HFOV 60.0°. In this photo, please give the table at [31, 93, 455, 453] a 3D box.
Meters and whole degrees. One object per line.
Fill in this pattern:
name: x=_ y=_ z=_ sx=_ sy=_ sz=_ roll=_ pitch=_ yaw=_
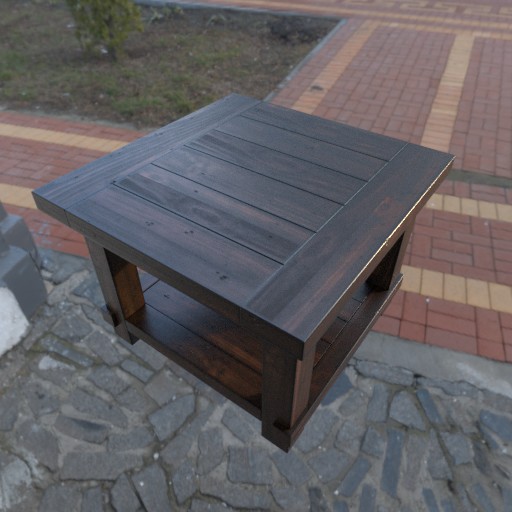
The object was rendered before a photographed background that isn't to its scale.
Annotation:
table: x=0.000 y=0.000 z=1.016 sx=0.593 sy=0.437 sz=0.606 roll=26 pitch=47 yaw=27
